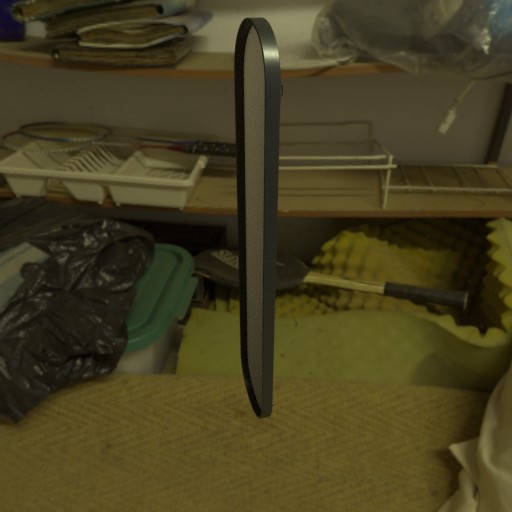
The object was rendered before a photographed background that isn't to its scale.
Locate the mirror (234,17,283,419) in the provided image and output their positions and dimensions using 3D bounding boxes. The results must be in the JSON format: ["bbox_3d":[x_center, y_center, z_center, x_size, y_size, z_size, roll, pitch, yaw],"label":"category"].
[{"bbox_3d":[0.000,0.000,1.045,0.032,0.991,0.222,-8,31,-14],"label":"mirror"}]
